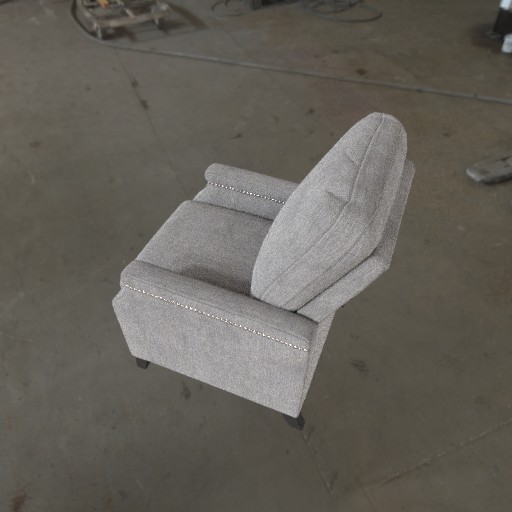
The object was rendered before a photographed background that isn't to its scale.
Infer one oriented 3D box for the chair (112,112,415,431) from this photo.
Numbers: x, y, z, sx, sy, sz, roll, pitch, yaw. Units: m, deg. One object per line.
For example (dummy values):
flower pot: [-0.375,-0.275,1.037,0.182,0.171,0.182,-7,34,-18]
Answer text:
chair: [0.000,0.000,1.659,0.922,1.049,0.710,16,48,15]
